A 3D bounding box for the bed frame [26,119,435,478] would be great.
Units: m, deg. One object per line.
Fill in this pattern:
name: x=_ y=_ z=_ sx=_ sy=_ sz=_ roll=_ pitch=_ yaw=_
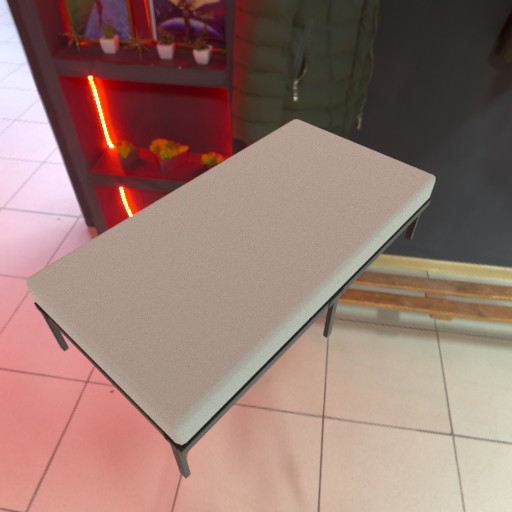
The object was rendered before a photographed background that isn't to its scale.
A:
bed frame: x=0.000 y=0.000 z=3.216 sx=1.393 sy=0.680 sz=2.635 roll=32 pitch=53 yaw=28
